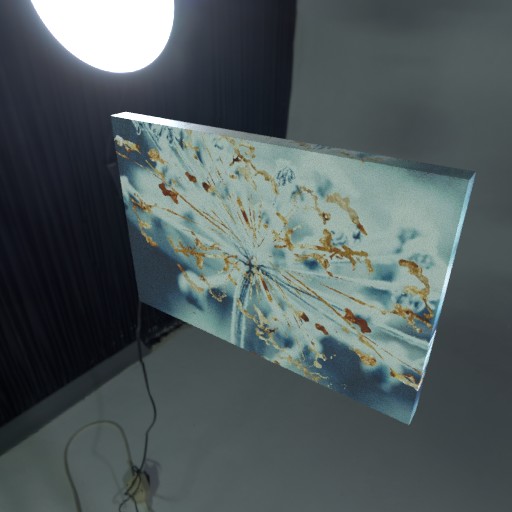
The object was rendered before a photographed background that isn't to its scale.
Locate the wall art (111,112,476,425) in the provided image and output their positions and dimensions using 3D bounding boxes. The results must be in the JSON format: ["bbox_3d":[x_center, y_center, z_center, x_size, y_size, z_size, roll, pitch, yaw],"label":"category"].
[{"bbox_3d":[0.000,0.000,0.762,0.607,0.405,0.036,18,34,29],"label":"wall art"}]
